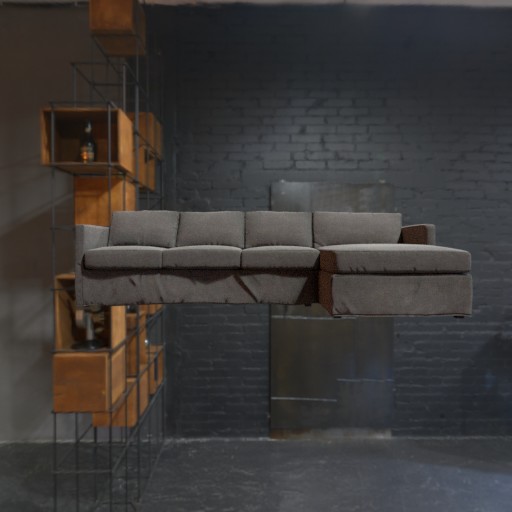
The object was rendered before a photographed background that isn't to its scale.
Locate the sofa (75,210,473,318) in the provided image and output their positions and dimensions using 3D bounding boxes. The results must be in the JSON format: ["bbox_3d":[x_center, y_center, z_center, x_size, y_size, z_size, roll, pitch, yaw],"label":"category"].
[{"bbox_3d":[0.000,0.000,3.990,3.205,0.922,1.650,0,1,1],"label":"sofa"}]
